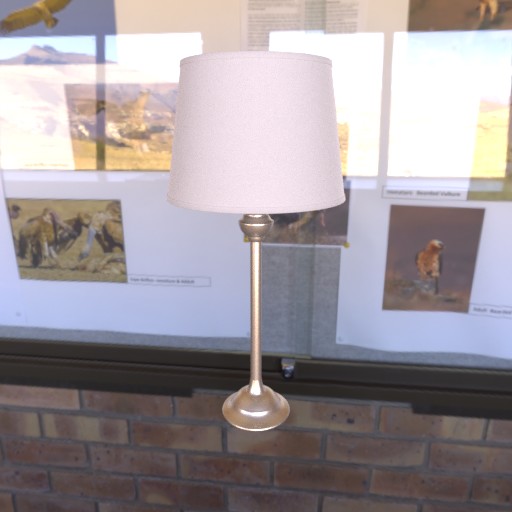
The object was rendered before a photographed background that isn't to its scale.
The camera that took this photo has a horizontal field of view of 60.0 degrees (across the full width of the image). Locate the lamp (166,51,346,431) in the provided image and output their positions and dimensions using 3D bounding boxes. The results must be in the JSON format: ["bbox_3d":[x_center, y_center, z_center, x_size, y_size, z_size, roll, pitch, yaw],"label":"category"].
[{"bbox_3d":[0.000,0.000,0.867,0.331,0.698,0.331,0,17,0],"label":"lamp"}]
